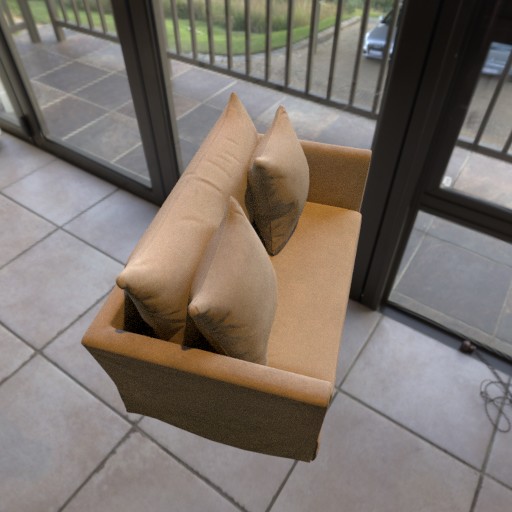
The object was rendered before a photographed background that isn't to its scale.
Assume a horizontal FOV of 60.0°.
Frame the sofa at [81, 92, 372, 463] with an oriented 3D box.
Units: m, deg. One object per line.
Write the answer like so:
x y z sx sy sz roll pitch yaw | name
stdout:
0.000 0.000 2.289 1.035 1.040 1.608 11 48 11 | sofa
